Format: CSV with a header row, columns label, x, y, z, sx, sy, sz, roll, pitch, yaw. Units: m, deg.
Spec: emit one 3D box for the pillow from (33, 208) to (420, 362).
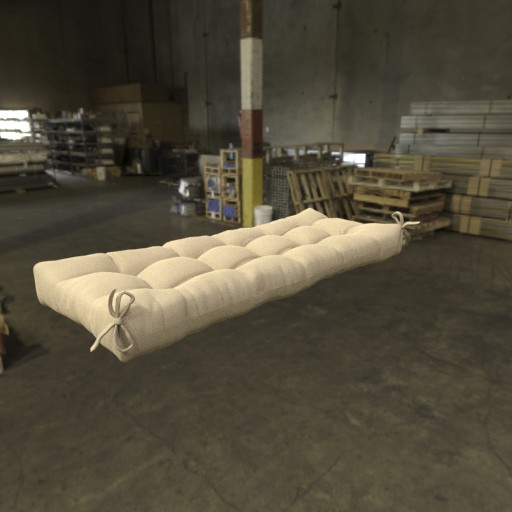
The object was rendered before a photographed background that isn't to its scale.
label,x,y,z,sx,sy,sz,roll,pitch,yaw
pillow,0.000,0.000,1.330,0.511,0.174,1.194,16,23,43
